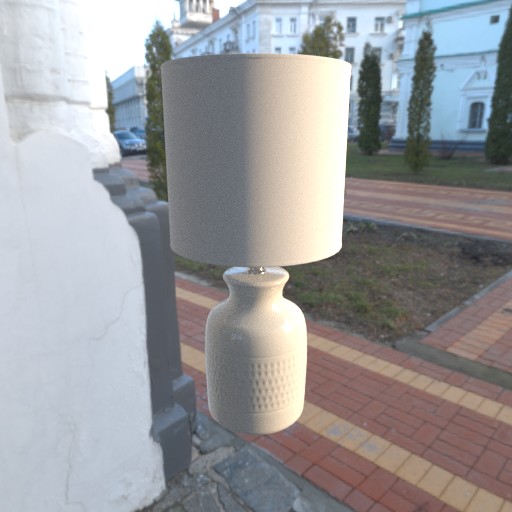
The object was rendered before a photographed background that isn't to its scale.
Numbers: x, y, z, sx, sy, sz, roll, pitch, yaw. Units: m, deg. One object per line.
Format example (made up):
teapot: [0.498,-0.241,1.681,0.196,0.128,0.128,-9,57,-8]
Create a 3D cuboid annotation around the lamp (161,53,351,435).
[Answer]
lamp: [0.000,0.000,0.499,0.188,0.392,0.188,-9,18,-29]
